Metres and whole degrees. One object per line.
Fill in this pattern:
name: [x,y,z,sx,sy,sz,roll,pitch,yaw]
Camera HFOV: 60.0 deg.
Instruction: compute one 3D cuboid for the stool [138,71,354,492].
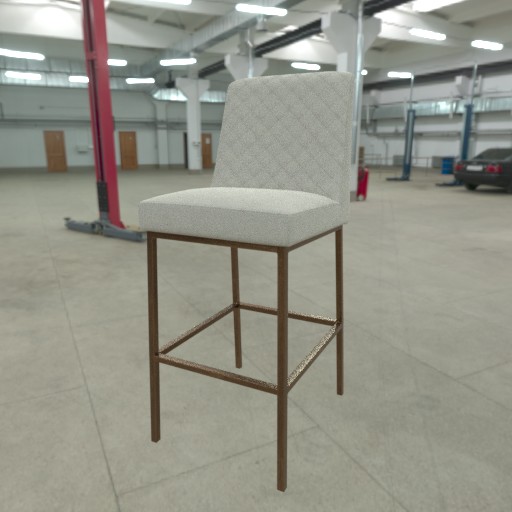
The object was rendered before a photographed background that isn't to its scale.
stool: [0.000,0.000,1.335,0.462,1.084,0.546,7,16,27]
